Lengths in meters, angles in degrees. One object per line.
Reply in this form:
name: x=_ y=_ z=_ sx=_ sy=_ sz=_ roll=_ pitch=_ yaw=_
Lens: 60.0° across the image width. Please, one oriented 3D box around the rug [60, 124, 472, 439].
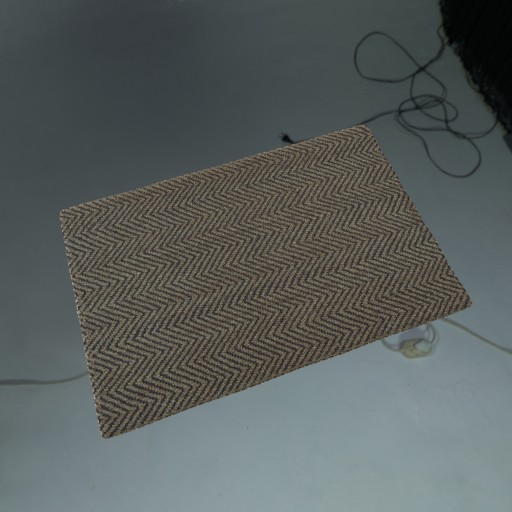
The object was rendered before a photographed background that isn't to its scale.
rug: x=0.000 y=0.000 z=2.275 sx=1.828 sy=0.008 sz=1.219 roll=-18 pitch=66 yaw=-8
